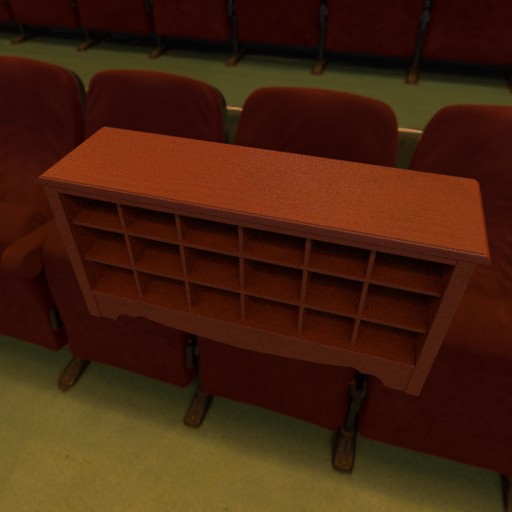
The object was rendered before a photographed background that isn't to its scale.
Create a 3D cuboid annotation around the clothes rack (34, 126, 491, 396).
[{"bbox_3d":[0.000,0.000,1.481,1.251,0.594,0.362,11,42,13],"label":"clothes rack"}]
